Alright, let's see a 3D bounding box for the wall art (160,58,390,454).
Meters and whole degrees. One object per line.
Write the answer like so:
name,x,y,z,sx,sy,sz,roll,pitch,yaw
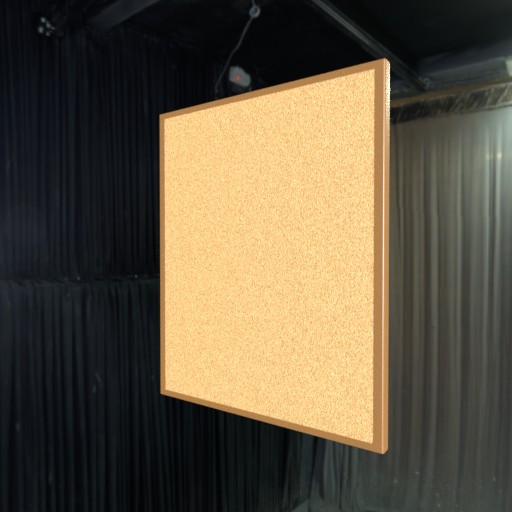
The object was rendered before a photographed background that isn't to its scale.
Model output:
wall art,0.000,0.000,0.518,0.310,0.379,0.015,1,1,35
